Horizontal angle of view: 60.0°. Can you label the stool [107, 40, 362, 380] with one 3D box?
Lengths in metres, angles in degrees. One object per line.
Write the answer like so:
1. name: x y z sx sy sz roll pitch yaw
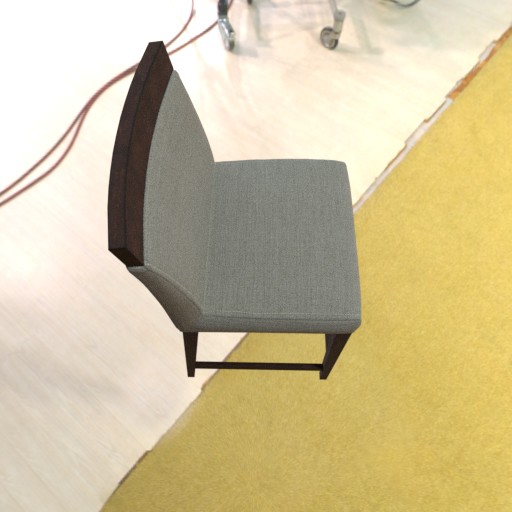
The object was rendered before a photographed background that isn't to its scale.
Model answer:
1. stool: 0.000 0.000 1.274 0.531 1.009 0.512 1 62 0
